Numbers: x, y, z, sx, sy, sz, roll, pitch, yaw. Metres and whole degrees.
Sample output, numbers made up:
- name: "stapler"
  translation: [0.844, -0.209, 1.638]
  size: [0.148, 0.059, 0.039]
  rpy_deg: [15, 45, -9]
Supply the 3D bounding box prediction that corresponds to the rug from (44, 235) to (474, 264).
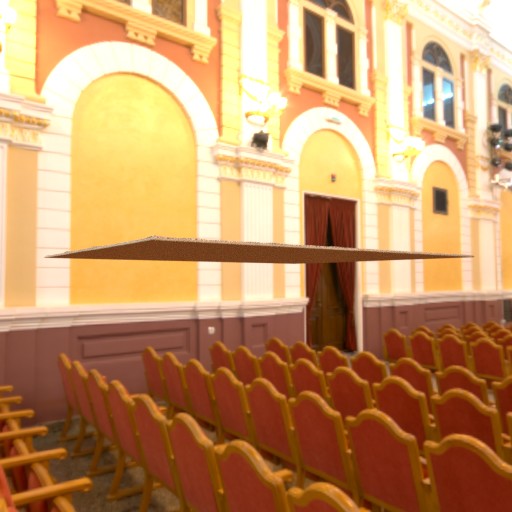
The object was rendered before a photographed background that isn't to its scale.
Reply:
- name: "rug"
  translation: [0.000, 0.000, 4.009]
  size: [3.052, 0.030, 2.429]
  rpy_deg: [2, -3, -36]
